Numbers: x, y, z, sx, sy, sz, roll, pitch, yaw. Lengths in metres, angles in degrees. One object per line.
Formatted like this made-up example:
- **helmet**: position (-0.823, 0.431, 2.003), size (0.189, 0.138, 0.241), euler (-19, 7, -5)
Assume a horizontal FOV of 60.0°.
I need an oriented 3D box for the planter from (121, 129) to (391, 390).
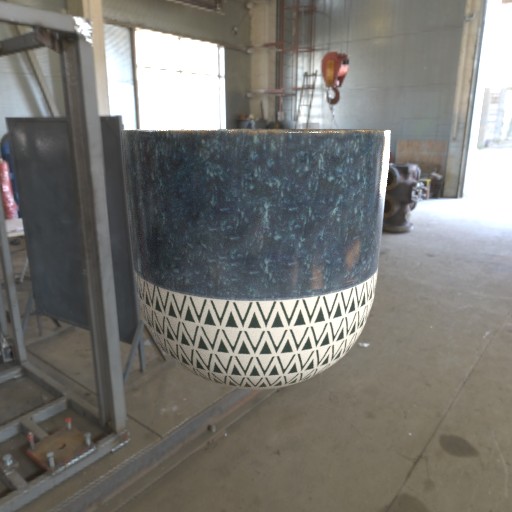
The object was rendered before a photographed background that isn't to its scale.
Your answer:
- **planter**: position (0.000, 0.000, 0.491), size (0.266, 0.270, 0.266), euler (0, 16, 0)
